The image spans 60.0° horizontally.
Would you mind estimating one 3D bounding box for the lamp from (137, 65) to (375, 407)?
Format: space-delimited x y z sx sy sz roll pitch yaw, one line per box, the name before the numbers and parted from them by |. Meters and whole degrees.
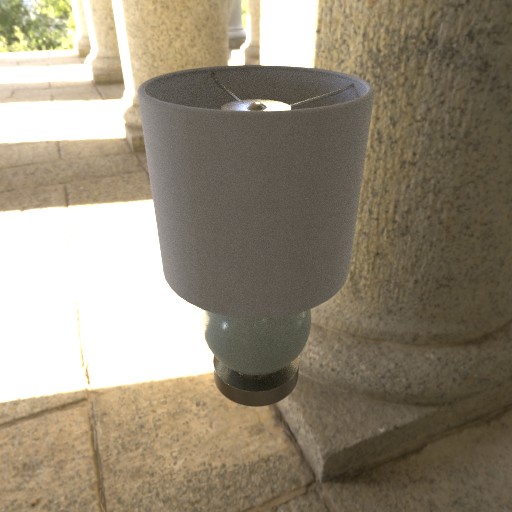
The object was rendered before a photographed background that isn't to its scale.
lamp | 0.000 0.000 0.477 0.201 0.353 0.201 23 38 32
